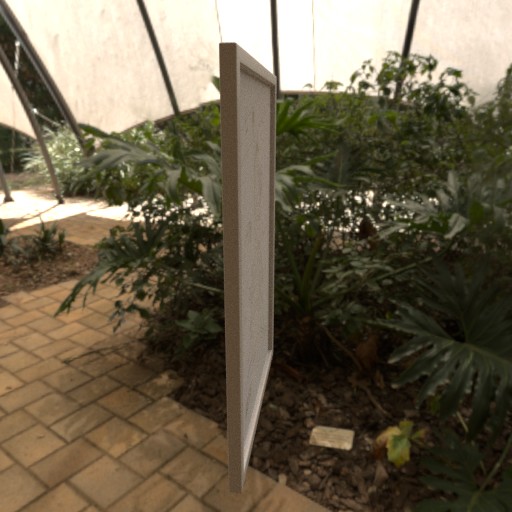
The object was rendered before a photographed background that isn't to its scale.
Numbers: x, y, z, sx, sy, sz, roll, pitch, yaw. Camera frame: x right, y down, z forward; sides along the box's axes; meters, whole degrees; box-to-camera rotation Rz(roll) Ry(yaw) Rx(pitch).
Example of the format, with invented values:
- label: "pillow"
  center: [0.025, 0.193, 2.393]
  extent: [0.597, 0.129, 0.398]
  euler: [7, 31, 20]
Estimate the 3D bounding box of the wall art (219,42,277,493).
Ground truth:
- label: "wall art"
  center: [0.000, 0.000, 1.019]
  extent: [0.026, 0.813, 0.556]
  euler: [3, 17, 8]
